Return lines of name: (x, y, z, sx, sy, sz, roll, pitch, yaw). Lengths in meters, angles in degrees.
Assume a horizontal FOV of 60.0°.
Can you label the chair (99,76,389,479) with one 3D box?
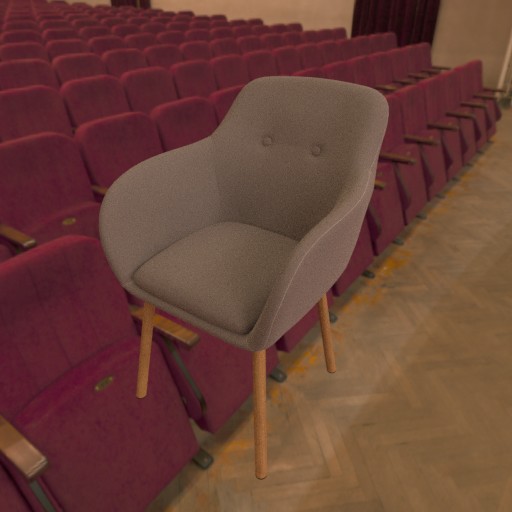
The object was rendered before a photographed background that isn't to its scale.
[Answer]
chair: (0.000, 0.000, 1.186, 0.570, 0.830, 0.590, 20, 35, 30)
